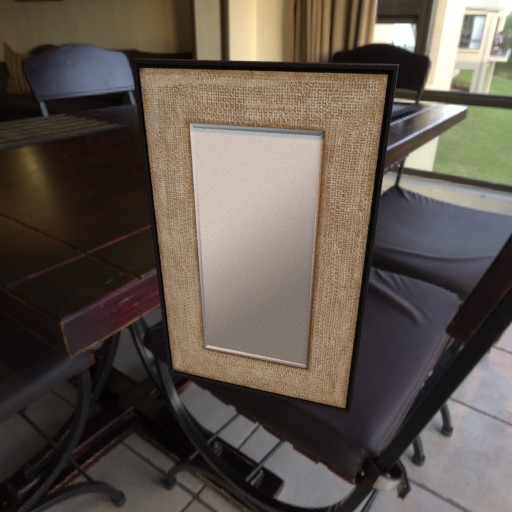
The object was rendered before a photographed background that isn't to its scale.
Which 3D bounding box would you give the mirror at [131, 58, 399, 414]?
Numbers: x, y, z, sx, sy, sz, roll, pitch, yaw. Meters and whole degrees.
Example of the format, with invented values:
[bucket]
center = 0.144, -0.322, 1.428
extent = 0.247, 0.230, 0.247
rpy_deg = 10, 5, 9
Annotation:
[mirror]
center = 0.000, 0.000, 1.514
extent = 0.762, 1.219, 0.038
rpy_deg = 8, 29, 15
